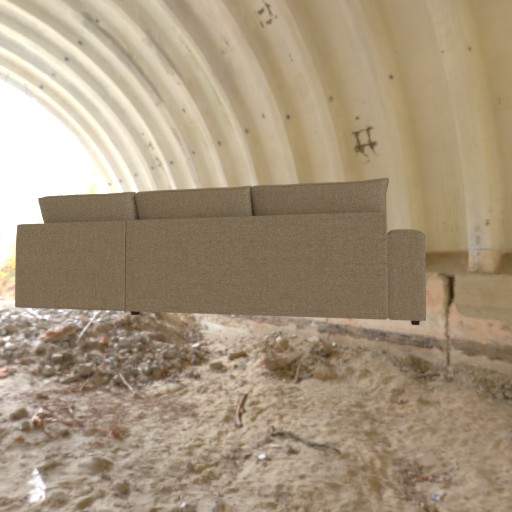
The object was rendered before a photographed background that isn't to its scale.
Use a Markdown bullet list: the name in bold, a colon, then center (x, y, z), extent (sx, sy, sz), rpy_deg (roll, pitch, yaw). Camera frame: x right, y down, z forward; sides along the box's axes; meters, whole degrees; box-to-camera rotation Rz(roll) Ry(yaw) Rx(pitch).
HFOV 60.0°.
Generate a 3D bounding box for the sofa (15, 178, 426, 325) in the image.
- **sofa**: center (0.000, 0.000, 3.942), extent (2.622, 0.800, 2.742), rpy_deg (0, -1, 17)
